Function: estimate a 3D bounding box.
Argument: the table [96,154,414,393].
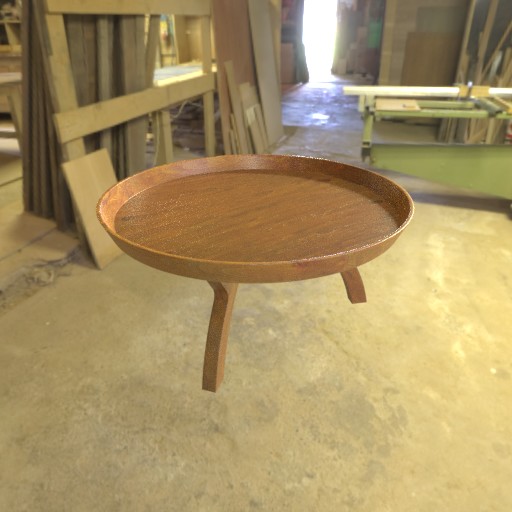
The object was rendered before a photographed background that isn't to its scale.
[{"bbox_3d":[0.000,0.000,1.561,1.016,0.470,1.016,0,27,0],"label":"table"}]
